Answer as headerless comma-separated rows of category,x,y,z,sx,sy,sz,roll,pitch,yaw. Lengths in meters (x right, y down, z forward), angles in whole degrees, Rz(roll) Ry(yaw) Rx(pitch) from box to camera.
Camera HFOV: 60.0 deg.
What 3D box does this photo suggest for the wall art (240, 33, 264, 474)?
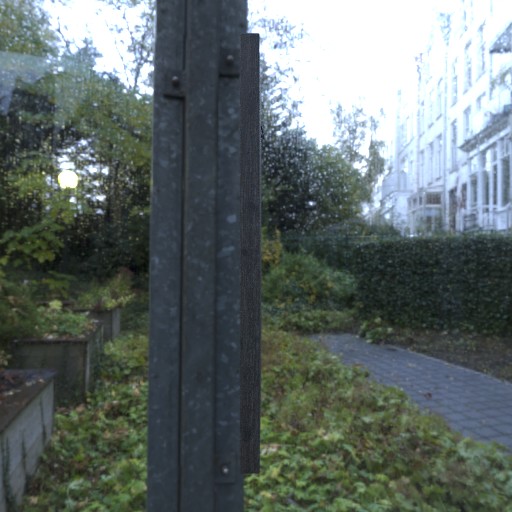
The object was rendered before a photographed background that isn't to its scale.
wall art,0.000,0.000,0.692,0.027,0.459,0.462,0,-1,1
